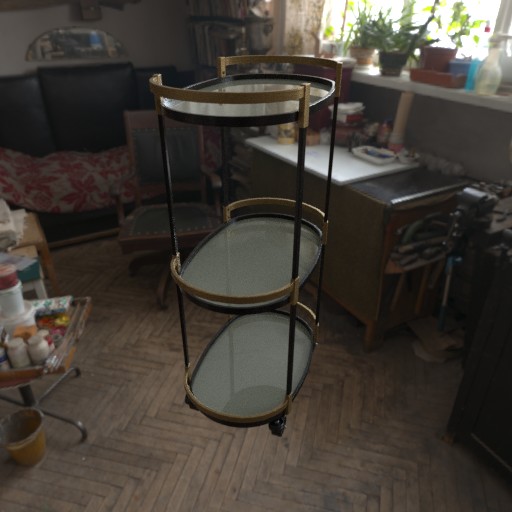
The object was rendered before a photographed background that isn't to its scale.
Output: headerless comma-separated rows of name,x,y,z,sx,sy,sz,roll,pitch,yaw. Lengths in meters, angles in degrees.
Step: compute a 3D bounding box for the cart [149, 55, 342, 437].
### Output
cart,0.000,0.000,1.125,0.311,0.885,0.515,11,32,18
